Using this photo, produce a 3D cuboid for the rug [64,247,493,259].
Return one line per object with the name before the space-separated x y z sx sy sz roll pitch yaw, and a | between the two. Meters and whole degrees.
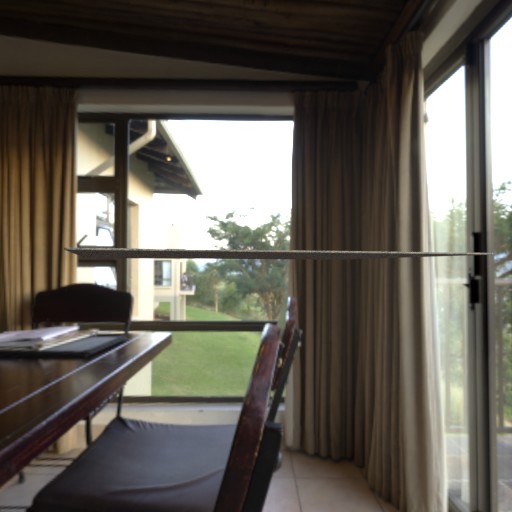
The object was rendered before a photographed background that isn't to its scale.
rug | 0.000 0.000 4.090 3.056 0.013 2.441 0 -2 -18
